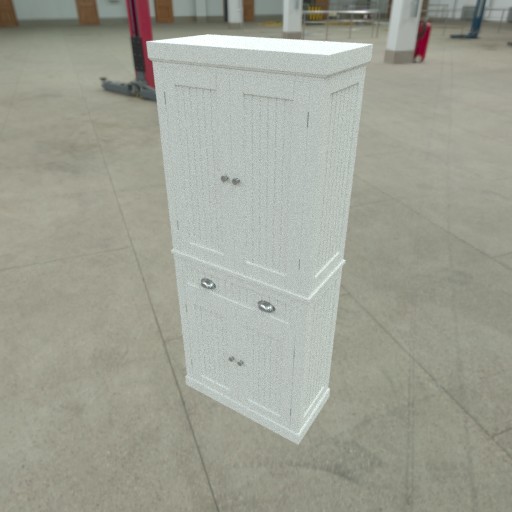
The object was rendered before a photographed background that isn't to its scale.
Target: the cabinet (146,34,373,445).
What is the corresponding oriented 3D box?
[{"bbox_3d":[0.000,0.000,2.102,0.754,1.829,0.390,18,35,28],"label":"cabinet"}]
